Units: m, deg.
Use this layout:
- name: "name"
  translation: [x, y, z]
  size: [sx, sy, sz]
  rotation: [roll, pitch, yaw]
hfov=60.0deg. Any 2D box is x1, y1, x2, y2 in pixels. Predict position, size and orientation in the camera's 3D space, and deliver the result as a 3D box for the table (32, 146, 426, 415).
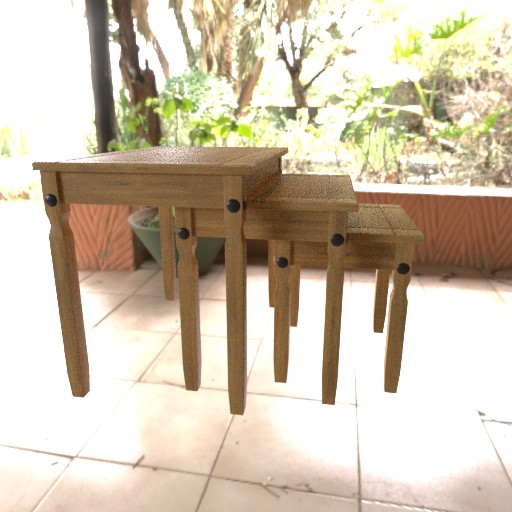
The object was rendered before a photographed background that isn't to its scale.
- name: "table"
  translation: [0.000, 0.000, 1.186]
  size: [0.773, 0.535, 0.660]
  rotation: [3, 17, 9]
